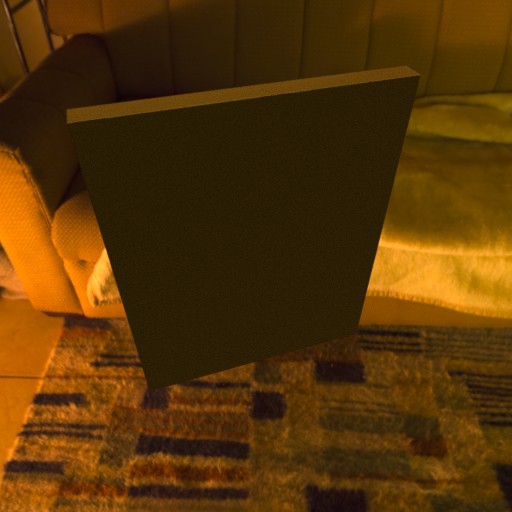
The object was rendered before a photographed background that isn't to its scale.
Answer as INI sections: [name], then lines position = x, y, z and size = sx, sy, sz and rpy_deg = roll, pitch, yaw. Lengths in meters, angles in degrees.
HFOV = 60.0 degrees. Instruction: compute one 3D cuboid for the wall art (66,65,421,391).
[wall art]
position = 0.000, 0.000, 0.806
size = 0.489, 0.608, 0.040
rpy_deg = -13, 44, -13
